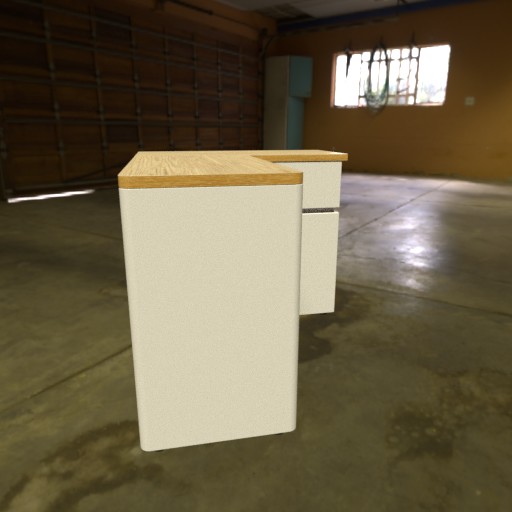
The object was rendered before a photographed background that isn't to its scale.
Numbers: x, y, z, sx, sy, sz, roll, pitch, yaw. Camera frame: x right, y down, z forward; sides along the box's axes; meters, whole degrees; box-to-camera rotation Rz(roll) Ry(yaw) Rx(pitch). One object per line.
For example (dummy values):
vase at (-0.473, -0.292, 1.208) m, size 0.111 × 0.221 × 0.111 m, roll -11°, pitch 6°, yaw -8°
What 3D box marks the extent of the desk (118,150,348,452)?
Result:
desk at (0.000, 0.000, 1.757) m, size 0.900 × 0.760 × 1.170 m, roll -3°, pitch 16°, yaw -11°
